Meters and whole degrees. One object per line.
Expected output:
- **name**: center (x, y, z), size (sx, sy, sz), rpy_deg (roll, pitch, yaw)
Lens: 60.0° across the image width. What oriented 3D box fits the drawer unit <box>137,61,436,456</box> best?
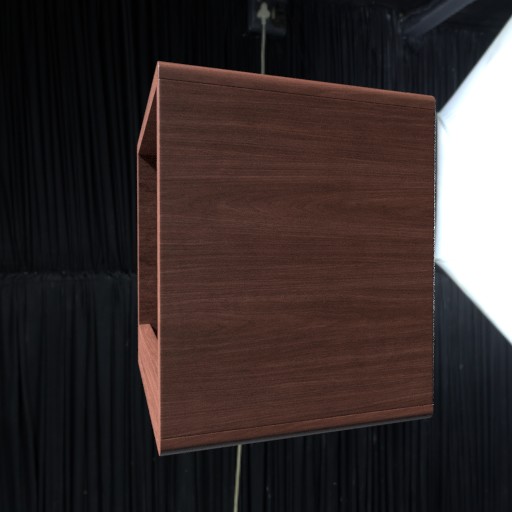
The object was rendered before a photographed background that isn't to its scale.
- **drawer unit**: center (0.000, 0.000, 0.597), size (0.290, 0.351, 0.349), rpy_deg (0, 1, -18)
